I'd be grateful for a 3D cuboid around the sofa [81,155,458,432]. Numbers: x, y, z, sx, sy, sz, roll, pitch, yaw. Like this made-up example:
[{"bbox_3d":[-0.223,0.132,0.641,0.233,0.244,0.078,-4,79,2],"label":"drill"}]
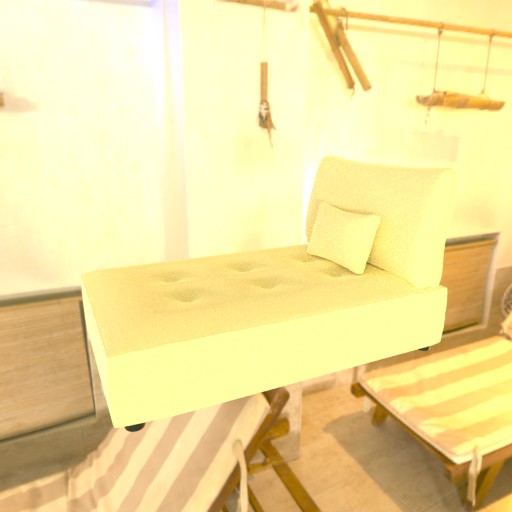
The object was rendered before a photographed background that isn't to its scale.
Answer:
[{"bbox_3d":[0.000,0.000,2.009,1.450,0.820,0.930,-7,17,-25],"label":"sofa"}]
